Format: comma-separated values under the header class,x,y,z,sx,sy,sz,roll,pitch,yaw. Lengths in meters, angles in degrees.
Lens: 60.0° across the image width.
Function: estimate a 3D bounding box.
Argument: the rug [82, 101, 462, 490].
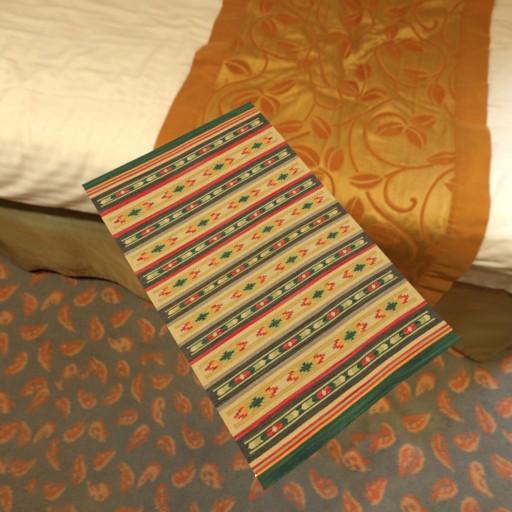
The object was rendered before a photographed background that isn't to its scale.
class,x,y,z,sx,sy,sz,roll,pitch,yaw
rug,0.000,0.000,3.067,1.520,0.011,2.447,-31,68,-14
